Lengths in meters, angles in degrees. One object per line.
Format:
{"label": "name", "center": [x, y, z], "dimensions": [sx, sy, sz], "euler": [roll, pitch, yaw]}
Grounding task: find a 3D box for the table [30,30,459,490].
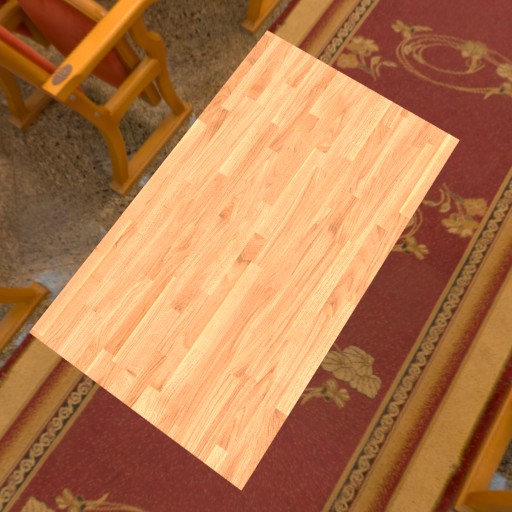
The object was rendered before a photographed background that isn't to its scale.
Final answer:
{"label": "table", "center": [0.000, 0.000, 2.010], "dimensions": [0.900, 0.770, 1.500], "euler": [33, 78, 8]}
